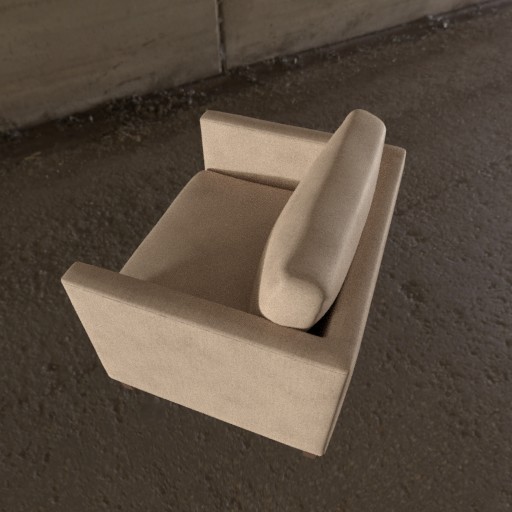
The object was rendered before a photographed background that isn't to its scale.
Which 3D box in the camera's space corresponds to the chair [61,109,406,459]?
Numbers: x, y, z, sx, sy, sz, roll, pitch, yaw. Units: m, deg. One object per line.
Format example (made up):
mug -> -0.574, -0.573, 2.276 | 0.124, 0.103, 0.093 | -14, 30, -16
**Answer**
chair -> 0.000, 0.000, 1.813 | 0.959, 0.961, 1.133 | 15, 49, 14
